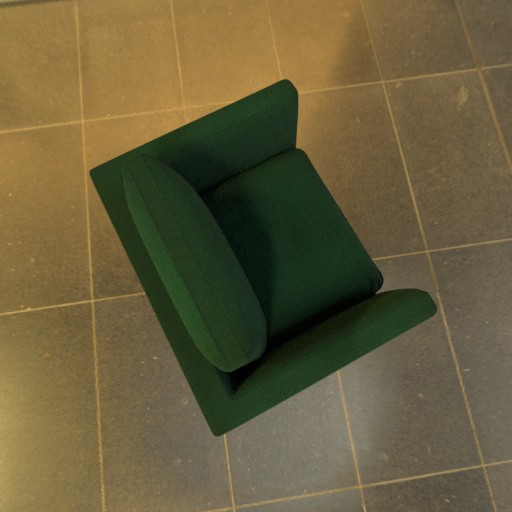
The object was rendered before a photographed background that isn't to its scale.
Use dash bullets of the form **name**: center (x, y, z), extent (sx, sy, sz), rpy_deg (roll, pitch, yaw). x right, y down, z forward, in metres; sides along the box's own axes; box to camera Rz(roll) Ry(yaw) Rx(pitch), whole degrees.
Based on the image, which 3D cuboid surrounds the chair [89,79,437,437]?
- **chair**: center (0.000, 0.000, 1.787), extent (0.852, 0.997, 1.047), rpy_deg (-27, 76, -7)
